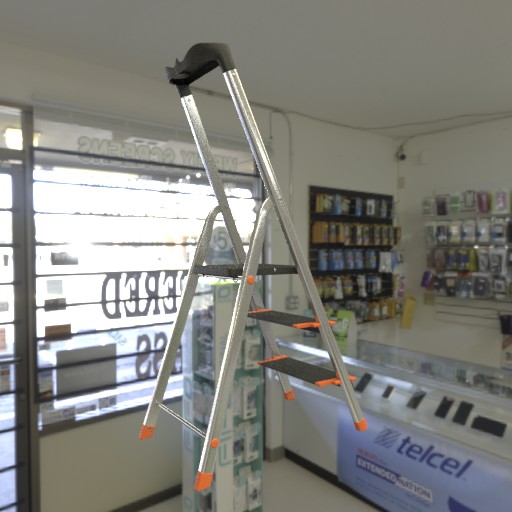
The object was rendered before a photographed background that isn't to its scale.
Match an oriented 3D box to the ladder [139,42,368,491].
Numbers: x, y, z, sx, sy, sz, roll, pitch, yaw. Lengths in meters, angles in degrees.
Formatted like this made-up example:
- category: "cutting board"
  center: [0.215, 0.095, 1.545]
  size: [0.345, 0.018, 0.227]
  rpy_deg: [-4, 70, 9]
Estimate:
- category: "ladder"
  center: [0.000, 0.000, 1.523]
  size: [0.686, 1.229, 0.416]
  rpy_deg: [-1, 2, -36]
